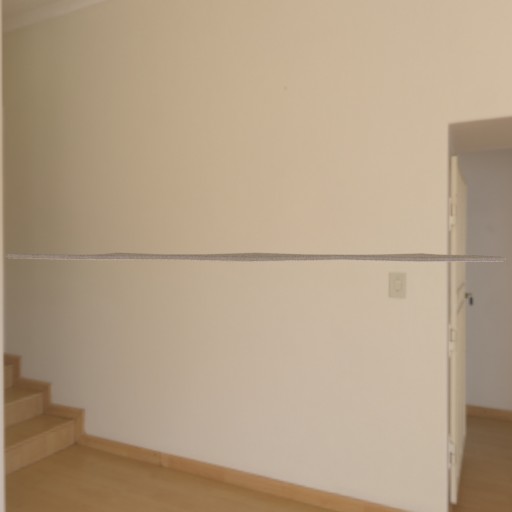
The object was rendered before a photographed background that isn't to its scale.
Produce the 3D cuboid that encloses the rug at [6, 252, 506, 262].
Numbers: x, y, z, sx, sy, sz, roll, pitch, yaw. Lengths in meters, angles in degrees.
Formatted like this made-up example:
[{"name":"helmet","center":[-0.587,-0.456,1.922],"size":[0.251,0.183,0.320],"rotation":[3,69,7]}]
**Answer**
[{"name":"rug","center":[0.000,0.000,2.231],"size":[1.829,0.034,1.252],"rotation":[0,0,1]}]
